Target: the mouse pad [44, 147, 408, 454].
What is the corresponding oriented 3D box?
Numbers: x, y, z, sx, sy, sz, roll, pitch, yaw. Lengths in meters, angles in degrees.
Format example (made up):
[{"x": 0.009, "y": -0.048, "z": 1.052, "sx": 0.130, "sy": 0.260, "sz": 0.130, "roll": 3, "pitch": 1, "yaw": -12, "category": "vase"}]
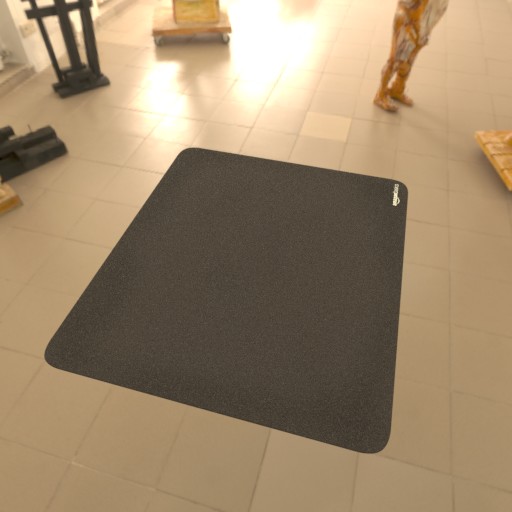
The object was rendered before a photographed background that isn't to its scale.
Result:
[{"x": 0.000, "y": 0.000, "z": 0.613, "sx": 0.393, "sy": 0.002, "sz": 0.451, "roll": 12, "pitch": 48, "yaw": 11, "category": "mouse pad"}]
